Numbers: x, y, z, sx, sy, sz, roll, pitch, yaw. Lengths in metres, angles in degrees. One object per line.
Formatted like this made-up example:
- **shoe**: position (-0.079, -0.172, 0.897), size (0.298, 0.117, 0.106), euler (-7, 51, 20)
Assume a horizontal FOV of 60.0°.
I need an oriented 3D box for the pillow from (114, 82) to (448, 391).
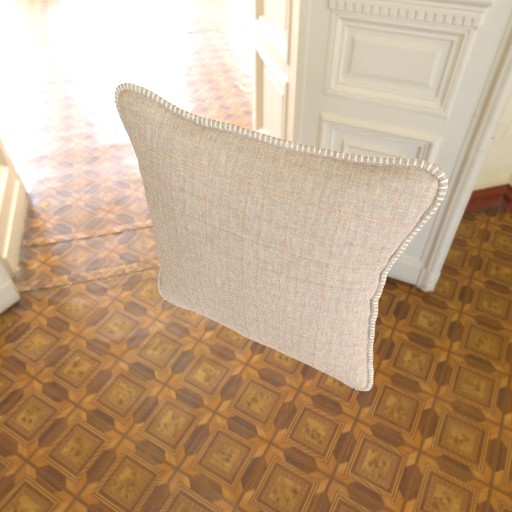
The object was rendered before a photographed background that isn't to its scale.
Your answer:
- **pillow**: position (0.000, 0.000, 0.730), size (0.485, 0.494, 0.124), euler (21, 49, 20)
